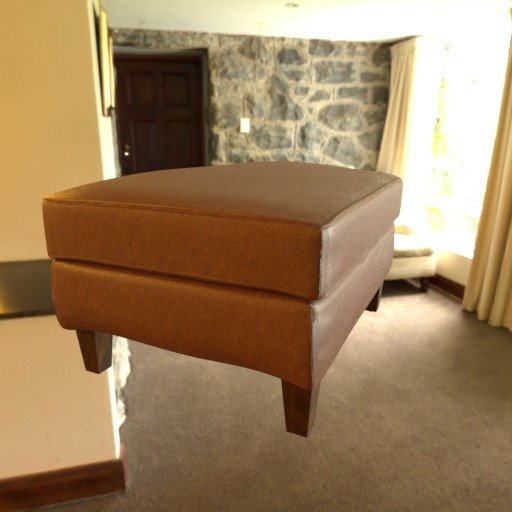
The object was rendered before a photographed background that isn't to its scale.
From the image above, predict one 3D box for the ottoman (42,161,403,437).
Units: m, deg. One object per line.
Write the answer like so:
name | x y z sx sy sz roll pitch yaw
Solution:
ottoman | 0.000 0.000 1.210 0.650 0.485 0.851 7 17 24
